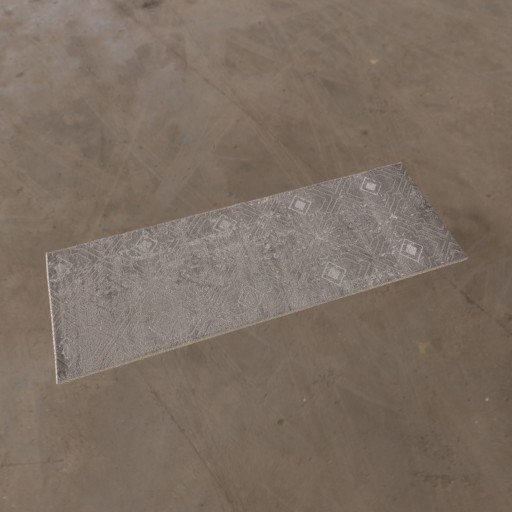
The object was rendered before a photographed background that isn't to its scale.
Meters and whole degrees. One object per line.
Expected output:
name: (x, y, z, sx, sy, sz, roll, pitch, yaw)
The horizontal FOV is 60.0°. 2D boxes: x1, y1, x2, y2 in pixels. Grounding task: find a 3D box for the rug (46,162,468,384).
rug: (0.000, 0.000, 2.642, 2.381, 0.035, 0.832, -16, 59, -10)
